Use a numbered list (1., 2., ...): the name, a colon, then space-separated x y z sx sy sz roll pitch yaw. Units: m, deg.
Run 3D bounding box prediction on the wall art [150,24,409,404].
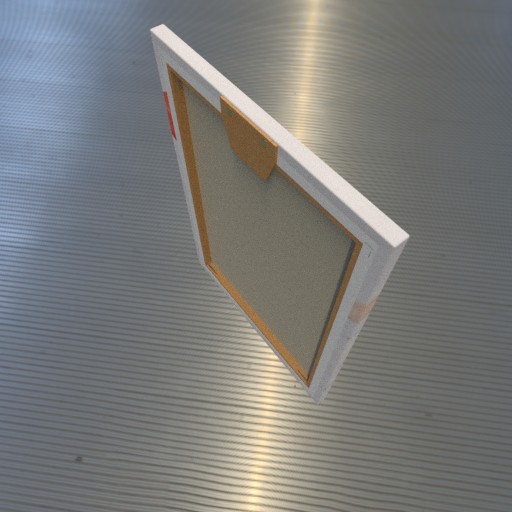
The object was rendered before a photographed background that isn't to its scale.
1. wall art: 0.000 0.000 1.061 0.036 0.848 0.613 -34 64 -19
